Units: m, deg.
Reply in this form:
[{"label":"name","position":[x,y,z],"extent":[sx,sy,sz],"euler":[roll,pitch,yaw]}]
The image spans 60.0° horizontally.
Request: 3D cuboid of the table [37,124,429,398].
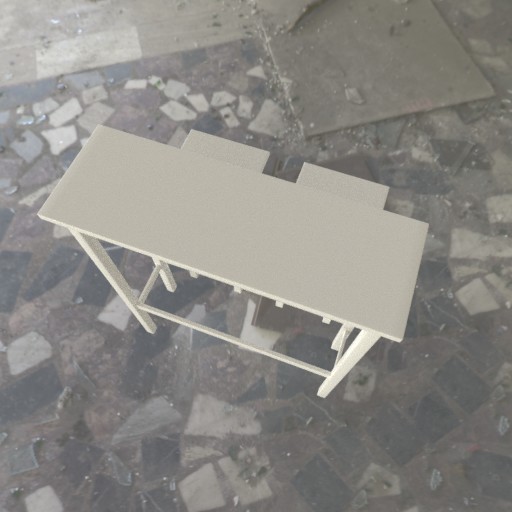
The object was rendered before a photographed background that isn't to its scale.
[{"label":"table","position":[0.000,0.000,1.637],"extent":[0.915,1.065,0.650],"euler":[18,65,9]}]
